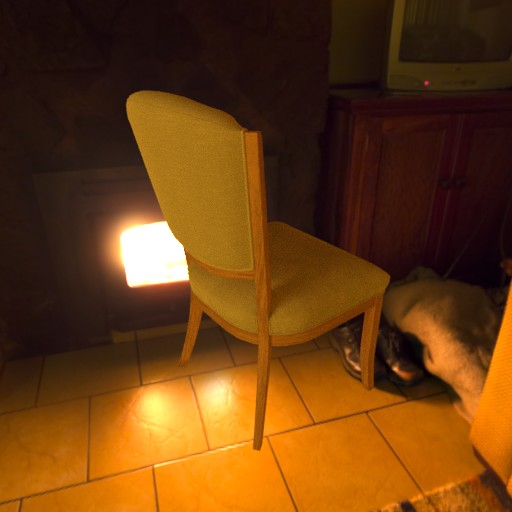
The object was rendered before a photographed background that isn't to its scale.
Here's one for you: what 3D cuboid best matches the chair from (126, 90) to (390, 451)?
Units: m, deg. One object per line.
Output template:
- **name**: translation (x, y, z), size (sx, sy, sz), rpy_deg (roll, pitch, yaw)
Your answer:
- **chair**: translation (0.000, 0.000, 1.254), size (0.584, 0.905, 0.513), rpy_deg (-18, 31, -33)
